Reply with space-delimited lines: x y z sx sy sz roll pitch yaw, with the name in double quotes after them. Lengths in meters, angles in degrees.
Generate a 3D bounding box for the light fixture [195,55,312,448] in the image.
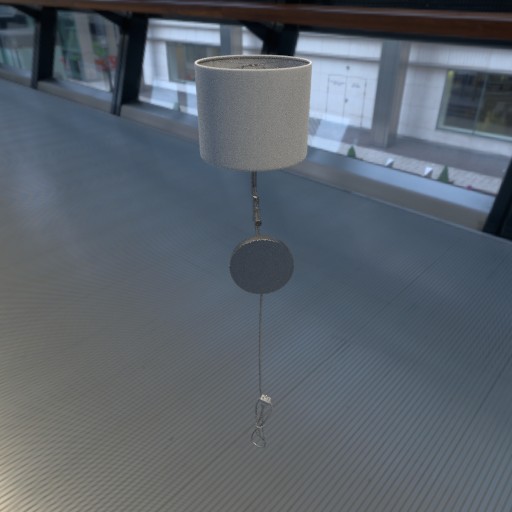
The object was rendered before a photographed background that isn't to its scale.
0.000 0.000 1.072 0.253 0.842 0.479 -1 30 -3 "light fixture"
